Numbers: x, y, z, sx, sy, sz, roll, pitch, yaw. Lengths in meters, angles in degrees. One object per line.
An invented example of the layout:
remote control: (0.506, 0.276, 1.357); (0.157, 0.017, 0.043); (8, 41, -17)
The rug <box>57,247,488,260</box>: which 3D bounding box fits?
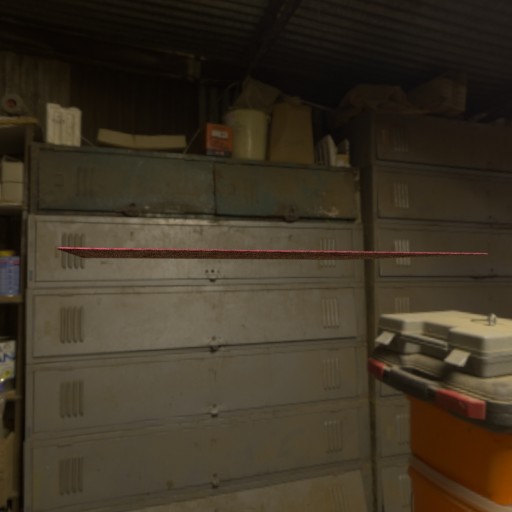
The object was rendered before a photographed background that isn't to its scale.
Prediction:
rug: (0.000, 0.000, 2.860); (2.184, 0.007, 1.579); (1, -2, -18)
